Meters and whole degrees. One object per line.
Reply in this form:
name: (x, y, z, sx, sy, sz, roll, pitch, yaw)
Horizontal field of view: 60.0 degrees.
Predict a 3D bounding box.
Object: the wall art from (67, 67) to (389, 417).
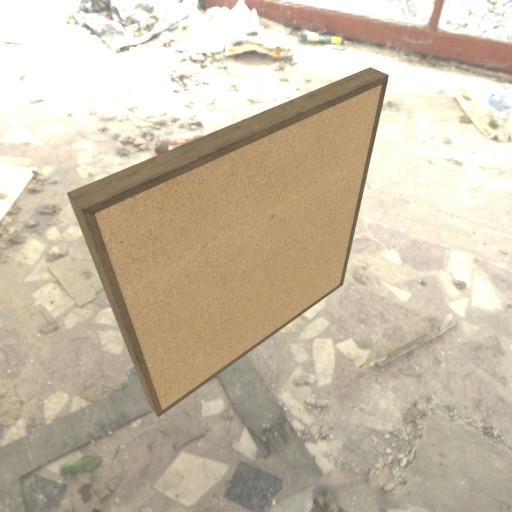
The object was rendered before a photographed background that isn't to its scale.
wall art: (0.000, 0.000, 0.772, 0.508, 0.508, 0.038, -31, 54, -26)
